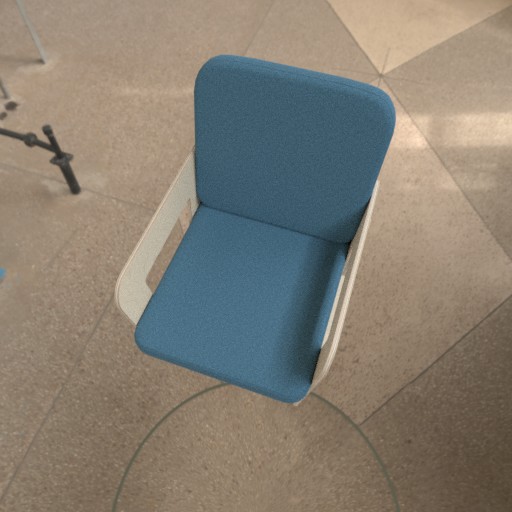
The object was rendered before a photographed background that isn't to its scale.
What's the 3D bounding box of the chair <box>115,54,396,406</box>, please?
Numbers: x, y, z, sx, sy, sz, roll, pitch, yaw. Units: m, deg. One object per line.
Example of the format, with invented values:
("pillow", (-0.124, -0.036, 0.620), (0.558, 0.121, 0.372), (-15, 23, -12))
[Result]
("chair", (0.000, 0.000, 1.203), (0.547, 0.747, 0.657), (16, 60, 10))
